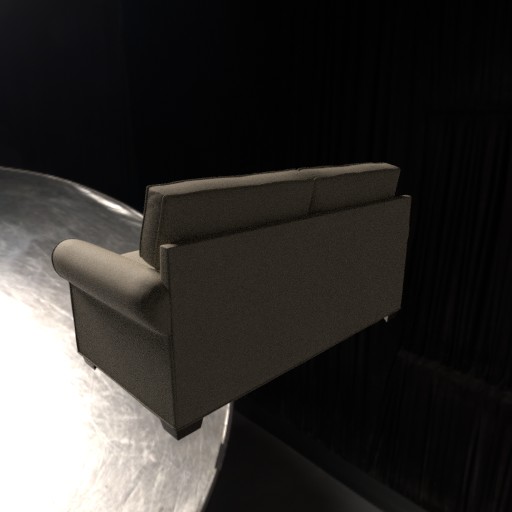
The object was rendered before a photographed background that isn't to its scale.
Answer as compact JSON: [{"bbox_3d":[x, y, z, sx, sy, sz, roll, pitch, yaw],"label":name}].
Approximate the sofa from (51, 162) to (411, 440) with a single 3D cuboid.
[{"bbox_3d":[0.000,0.000,2.316,1.774,0.933,0.861,-15,22,-42],"label":"sofa"}]
